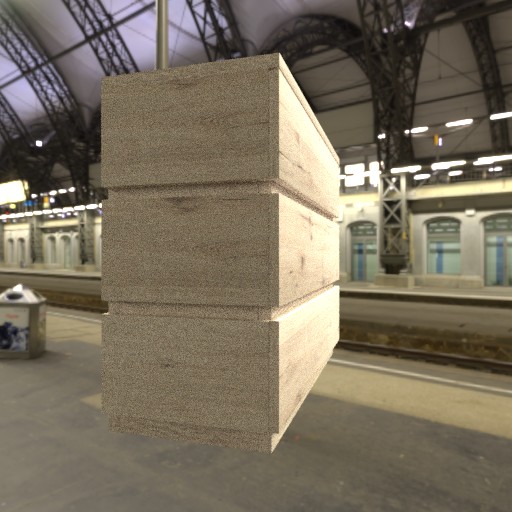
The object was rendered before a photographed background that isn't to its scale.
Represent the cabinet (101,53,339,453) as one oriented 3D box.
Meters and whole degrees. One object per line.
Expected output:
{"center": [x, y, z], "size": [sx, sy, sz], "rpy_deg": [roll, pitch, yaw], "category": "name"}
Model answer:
{"center": [0.000, 0.000, 1.449], "size": [0.420, 0.820, 1.040], "rpy_deg": [0, 0, 17], "category": "cabinet"}
